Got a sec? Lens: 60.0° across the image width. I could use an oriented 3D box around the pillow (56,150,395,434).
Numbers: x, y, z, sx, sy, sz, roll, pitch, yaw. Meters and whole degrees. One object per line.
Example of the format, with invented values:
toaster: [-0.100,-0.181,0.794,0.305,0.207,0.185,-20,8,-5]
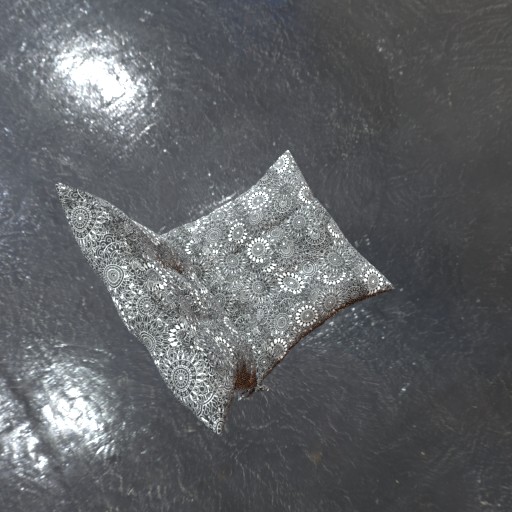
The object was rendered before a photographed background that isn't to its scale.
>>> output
pillow: [0.000,0.000,1.010,0.585,0.536,0.541,-34,79,-8]
